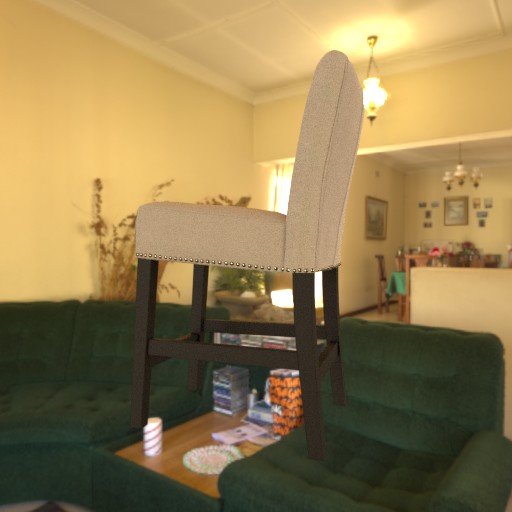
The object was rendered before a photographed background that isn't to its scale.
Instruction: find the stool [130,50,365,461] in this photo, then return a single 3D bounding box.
[{"bbox_3d":[0.000,0.000,1.209,0.571,0.885,0.427,0,1,18],"label":"stool"}]
